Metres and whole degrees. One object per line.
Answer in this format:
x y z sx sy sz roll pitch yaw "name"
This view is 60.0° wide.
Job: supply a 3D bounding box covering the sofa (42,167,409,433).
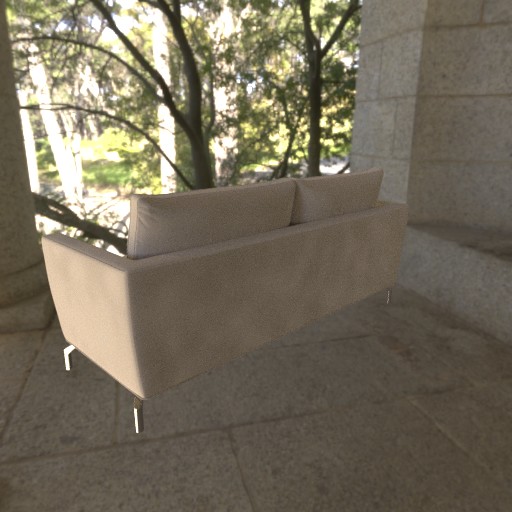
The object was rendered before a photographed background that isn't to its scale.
0.000 0.000 2.732 2.214 1.005 0.868 -15 22 -43 "sofa"
